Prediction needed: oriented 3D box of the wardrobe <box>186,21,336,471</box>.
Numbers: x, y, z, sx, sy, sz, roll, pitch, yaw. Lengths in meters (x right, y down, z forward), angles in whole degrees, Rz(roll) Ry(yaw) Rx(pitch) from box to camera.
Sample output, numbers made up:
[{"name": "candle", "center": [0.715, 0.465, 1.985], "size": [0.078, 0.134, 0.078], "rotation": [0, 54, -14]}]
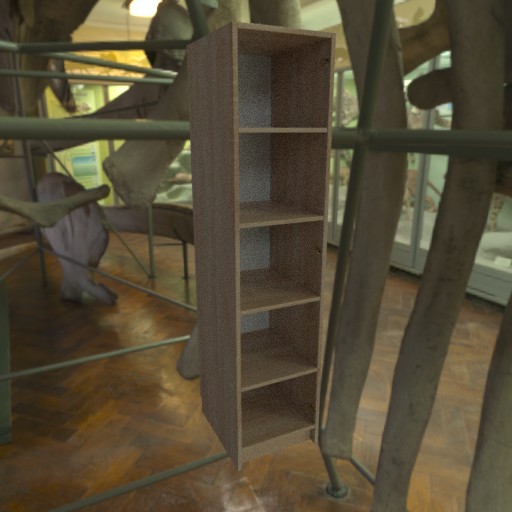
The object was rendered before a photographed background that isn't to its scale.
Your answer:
[{"name": "wardrobe", "center": [0.000, 0.000, 2.376], "size": [0.496, 2.117, 0.588], "rotation": [-8, 18, -25]}]
